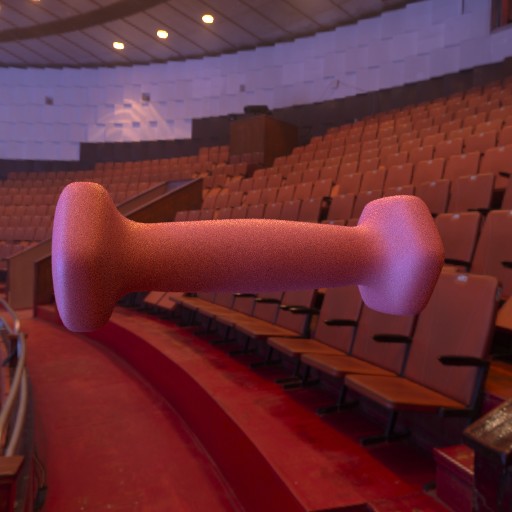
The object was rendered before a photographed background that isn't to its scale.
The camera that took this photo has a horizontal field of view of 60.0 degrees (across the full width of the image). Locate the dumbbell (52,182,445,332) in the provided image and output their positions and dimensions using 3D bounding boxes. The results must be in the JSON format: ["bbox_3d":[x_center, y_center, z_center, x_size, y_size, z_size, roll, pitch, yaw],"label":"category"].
[{"bbox_3d":[0.000,0.000,0.148,0.123,0.043,0.047,0,1,-17],"label":"dumbbell"}]
